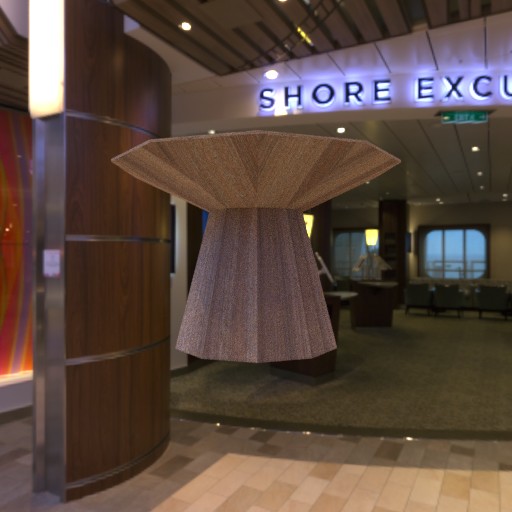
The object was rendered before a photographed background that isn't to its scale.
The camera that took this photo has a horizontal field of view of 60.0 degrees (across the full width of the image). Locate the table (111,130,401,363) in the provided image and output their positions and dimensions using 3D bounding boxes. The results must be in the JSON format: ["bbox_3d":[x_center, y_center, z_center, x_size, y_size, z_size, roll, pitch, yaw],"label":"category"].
[{"bbox_3d":[0.000,0.000,1.910,1.186,0.752,1.186,0,0,0],"label":"table"}]
